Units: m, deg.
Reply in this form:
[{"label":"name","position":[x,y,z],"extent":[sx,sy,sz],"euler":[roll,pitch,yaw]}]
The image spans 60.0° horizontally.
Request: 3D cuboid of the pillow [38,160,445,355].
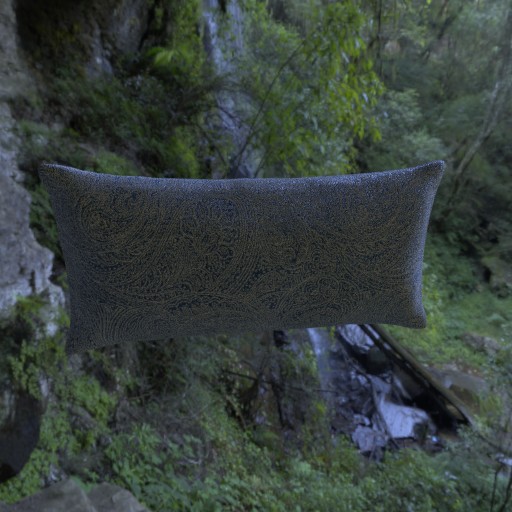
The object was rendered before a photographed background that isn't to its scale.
[{"label":"pillow","position":[0.000,0.000,0.706],"extent":[0.615,0.295,0.151],"euler":[-3,16,-9]}]
